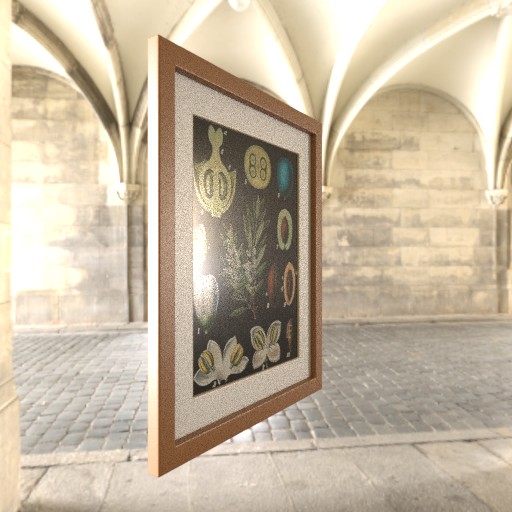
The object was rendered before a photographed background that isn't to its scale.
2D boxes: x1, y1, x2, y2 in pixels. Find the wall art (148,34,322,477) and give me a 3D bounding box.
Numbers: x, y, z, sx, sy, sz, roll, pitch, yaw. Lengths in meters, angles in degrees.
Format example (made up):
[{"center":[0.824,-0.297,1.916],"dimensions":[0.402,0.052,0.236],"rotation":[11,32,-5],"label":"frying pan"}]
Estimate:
[{"center":[0.000,0.000,0.738],"dimensions":[0.021,0.550,0.449],"rotation":[0,0,35],"label":"wall art"}]
